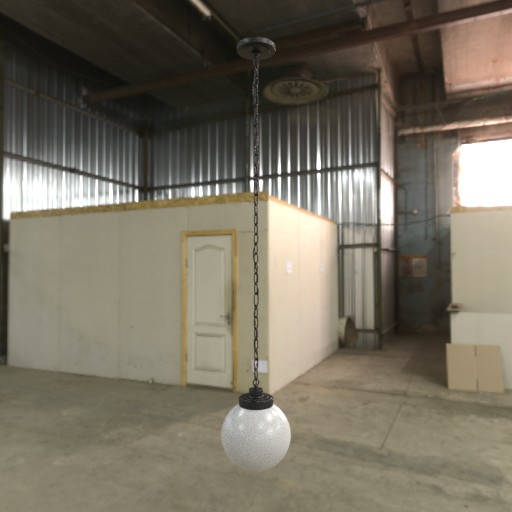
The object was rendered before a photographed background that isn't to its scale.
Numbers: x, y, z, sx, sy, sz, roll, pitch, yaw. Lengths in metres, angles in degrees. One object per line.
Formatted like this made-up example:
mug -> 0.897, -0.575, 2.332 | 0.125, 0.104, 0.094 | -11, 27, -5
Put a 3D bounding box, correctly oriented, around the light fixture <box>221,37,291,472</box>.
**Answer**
light fixture -> 0.000, 0.000, 1.962 | 0.305, 1.867, 0.304 | 1, -1, -36
